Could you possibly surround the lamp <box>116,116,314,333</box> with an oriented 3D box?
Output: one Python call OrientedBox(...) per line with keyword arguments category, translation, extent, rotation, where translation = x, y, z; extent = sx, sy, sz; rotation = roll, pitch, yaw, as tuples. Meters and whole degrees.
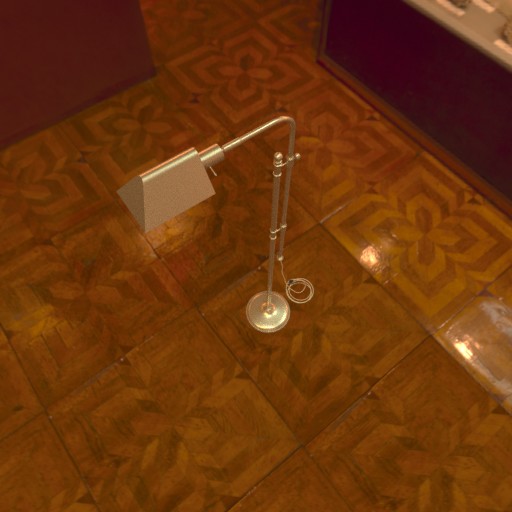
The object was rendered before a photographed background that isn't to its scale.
OrientedBox(category="lamp", translation=(0.000, 0.000, 1.881), extent=(0.813, 1.571, 0.256), rotation=(-32, 66, -16))
